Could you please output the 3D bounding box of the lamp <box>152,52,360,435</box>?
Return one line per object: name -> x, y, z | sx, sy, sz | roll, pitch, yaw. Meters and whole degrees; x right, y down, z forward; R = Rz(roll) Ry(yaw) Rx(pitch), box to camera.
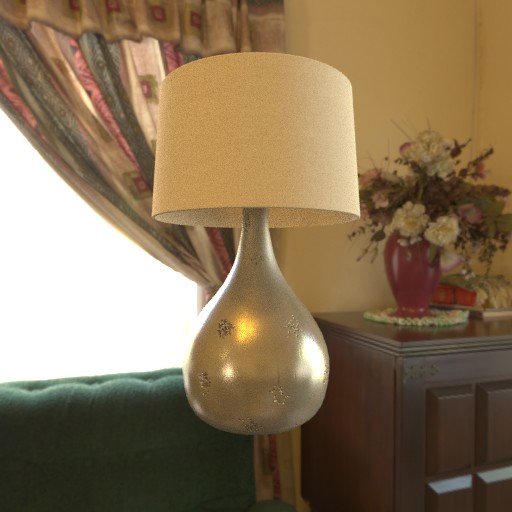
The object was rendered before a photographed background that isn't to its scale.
lamp -> 0.000, 0.000, 0.720 | 0.330, 0.521, 0.330 | 0, -1, 0
